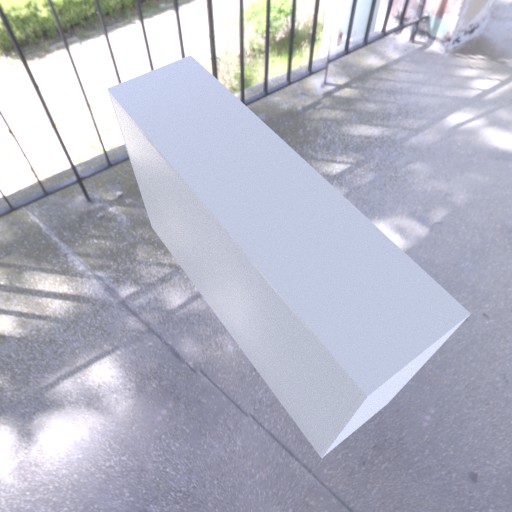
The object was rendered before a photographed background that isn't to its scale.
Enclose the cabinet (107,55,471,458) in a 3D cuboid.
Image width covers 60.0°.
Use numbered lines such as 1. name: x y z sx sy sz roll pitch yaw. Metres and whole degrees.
1. cabinet: 0.000 0.000 1.826 0.380 0.900 1.450 -31 62 -19
